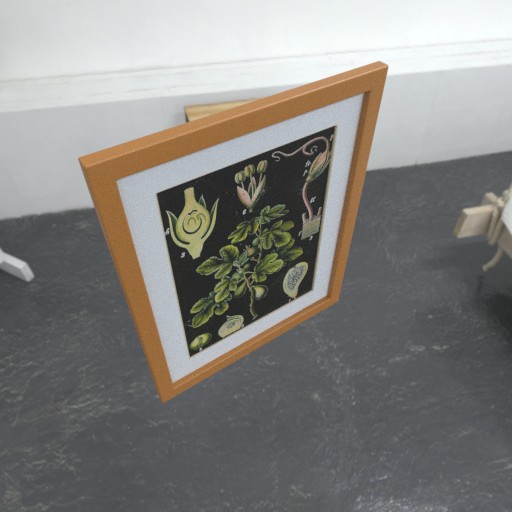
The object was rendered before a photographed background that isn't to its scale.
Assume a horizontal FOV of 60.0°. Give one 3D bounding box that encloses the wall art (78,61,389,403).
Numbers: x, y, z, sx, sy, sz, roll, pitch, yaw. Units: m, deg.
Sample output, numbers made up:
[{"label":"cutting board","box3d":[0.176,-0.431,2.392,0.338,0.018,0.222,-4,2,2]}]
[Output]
[{"label":"wall art","box3d":[0.000,0.000,0.760,0.452,0.553,0.022,-26,51,-23]}]
